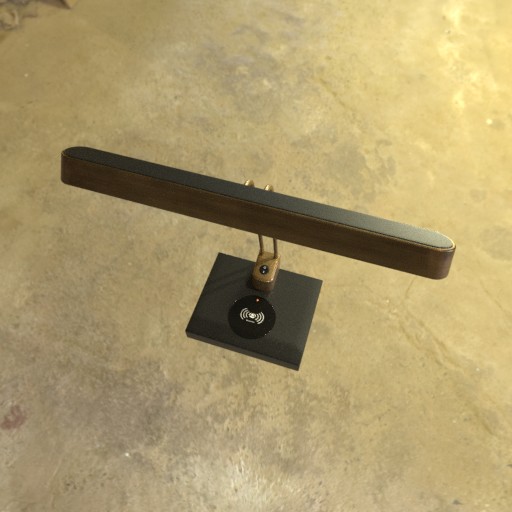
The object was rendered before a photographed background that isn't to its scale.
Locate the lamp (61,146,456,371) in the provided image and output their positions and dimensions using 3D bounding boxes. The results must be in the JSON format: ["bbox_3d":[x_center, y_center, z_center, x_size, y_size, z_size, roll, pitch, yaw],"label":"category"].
[{"bbox_3d":[0.000,0.000,0.594,0.412,0.345,0.156,15,59,9],"label":"lamp"}]
